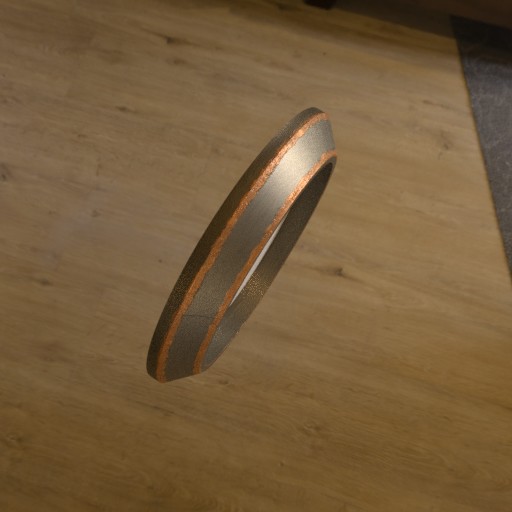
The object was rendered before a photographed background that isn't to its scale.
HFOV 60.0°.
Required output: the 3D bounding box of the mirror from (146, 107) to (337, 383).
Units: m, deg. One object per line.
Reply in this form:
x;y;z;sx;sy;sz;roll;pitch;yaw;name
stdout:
0.000;0.000;1.344;0.111;0.907;0.907;32;77;8;mirror
